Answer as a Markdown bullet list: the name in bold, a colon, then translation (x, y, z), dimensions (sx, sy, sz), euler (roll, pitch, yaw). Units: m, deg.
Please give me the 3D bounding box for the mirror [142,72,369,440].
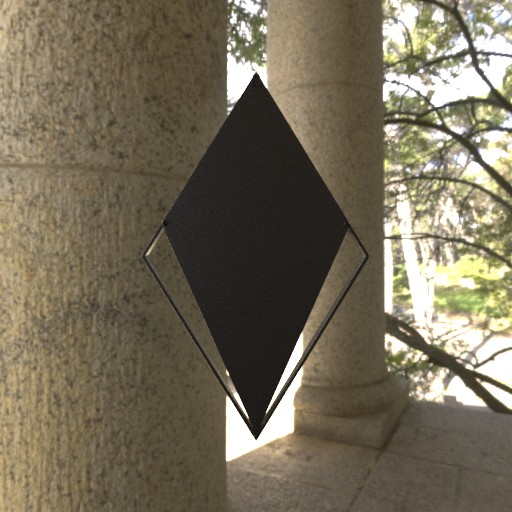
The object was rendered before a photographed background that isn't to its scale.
- **mirror**: translation (0.000, 0.000, 0.828), dimensions (0.419, 0.679, 0.032), euler (0, 0, -2)
